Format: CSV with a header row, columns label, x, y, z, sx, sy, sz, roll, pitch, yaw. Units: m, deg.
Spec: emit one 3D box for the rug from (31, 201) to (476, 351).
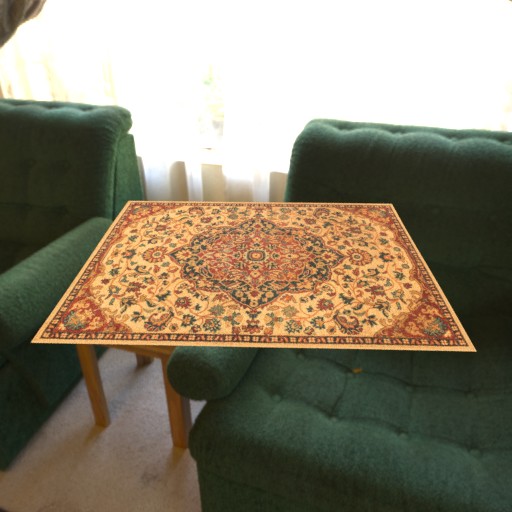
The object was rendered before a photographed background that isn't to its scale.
label,x,y,z,sx,sy,sz,roll,pitch,yaw
rug,0.000,0.000,4.100,3.067,0.005,2.454,1,31,1
